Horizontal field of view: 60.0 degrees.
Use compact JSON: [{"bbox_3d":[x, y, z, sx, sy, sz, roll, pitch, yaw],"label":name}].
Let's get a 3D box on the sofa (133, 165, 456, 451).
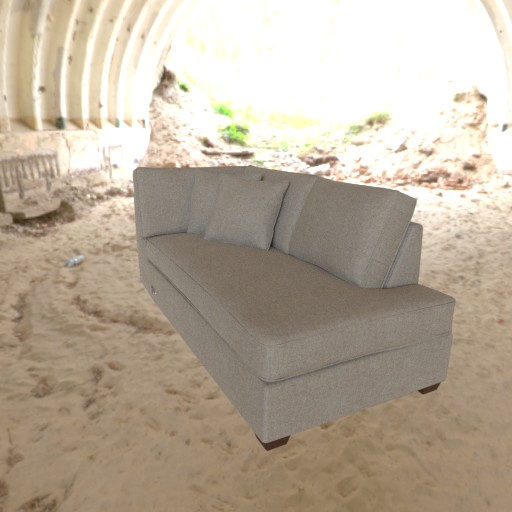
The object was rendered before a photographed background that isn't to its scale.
[{"bbox_3d":[0.000,0.000,2.835,1.110,1.019,2.238,-8,18,-26],"label":"sofa"}]
